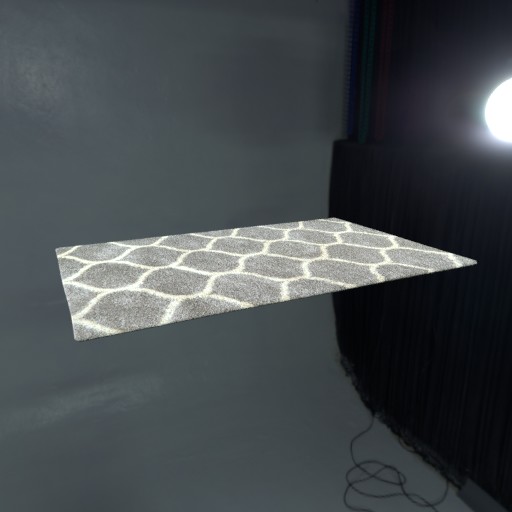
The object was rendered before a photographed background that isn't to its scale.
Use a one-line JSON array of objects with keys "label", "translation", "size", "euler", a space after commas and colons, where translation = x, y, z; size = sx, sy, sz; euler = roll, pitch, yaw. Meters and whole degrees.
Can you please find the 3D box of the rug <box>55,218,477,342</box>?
[{"label": "rug", "translation": [0.000, 0.000, 2.909], "size": [2.348, 0.025, 1.501], "euler": [-8, 18, -25]}]
